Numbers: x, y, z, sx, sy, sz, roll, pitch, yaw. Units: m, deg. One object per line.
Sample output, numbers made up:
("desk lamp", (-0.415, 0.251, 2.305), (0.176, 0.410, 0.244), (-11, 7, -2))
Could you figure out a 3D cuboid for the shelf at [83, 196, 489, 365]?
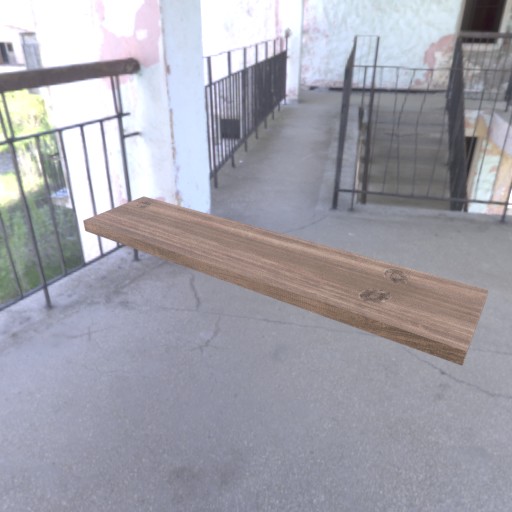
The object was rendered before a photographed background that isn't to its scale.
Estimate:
("shelf", (0.000, 0.000, 0.659), (0.610, 0.020, 0.140), (17, 33, 29))
